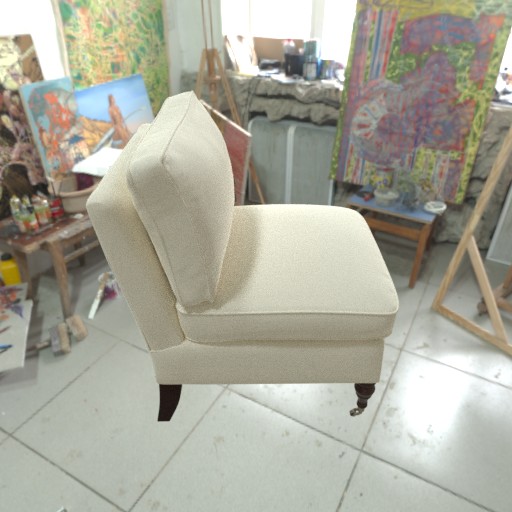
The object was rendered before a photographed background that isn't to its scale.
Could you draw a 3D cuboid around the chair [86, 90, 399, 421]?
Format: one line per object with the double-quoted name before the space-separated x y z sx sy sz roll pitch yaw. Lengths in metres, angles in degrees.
"chair" 0.000 0.000 1.415 0.781 0.887 0.630 0 33 0
